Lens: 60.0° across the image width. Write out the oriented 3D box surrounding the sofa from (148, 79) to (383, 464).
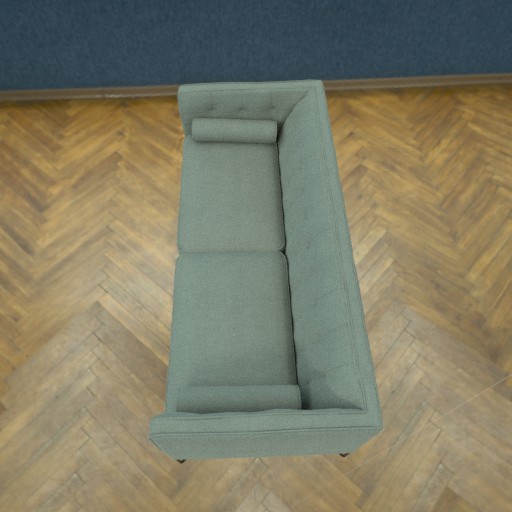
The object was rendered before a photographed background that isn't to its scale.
[{"bbox_3d":[0.000,0.000,2.530,0.912,0.798,2.079,-2,58,-1],"label":"sofa"}]
